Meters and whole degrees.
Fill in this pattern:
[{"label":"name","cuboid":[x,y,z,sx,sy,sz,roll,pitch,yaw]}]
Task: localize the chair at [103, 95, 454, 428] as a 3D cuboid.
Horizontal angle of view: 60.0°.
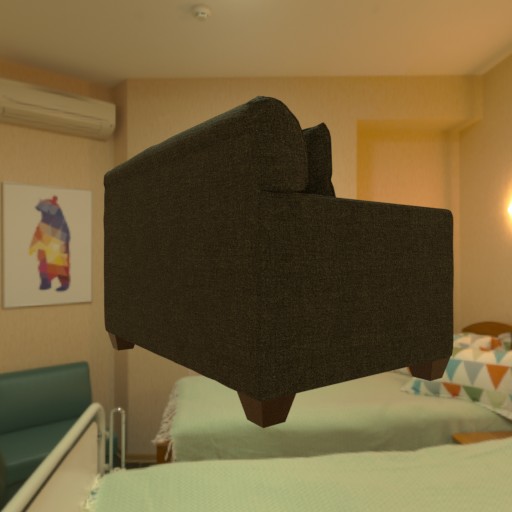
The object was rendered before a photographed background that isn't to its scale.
[{"label":"chair","cuboid":[0.000,0.000,2.014,1.000,0.948,1.383,0,0,-36]}]
